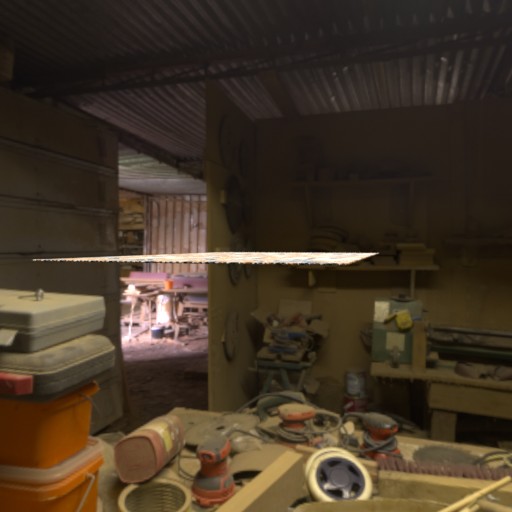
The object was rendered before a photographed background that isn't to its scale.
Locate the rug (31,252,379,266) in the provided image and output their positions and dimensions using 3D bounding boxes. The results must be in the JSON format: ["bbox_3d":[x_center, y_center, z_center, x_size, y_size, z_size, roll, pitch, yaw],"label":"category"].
[{"bbox_3d":[0.000,0.000,3.077,1.533,0.010,2.428,0,2,18],"label":"rug"}]
